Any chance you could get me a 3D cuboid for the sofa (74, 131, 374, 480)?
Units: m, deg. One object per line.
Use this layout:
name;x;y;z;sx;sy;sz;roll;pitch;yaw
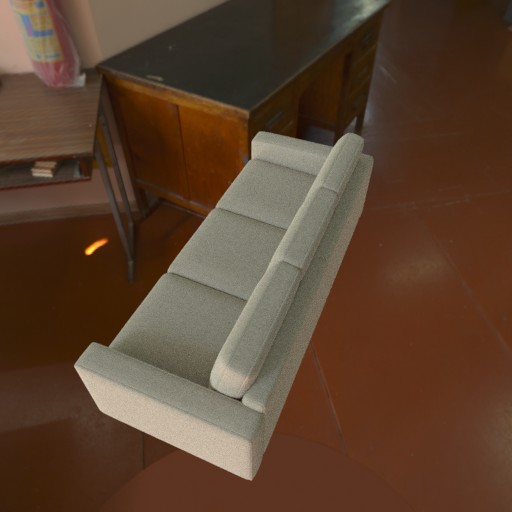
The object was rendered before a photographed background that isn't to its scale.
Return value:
sofa;0.000;0.000;2.659;0.900;0.800;2.160;17;49;16
